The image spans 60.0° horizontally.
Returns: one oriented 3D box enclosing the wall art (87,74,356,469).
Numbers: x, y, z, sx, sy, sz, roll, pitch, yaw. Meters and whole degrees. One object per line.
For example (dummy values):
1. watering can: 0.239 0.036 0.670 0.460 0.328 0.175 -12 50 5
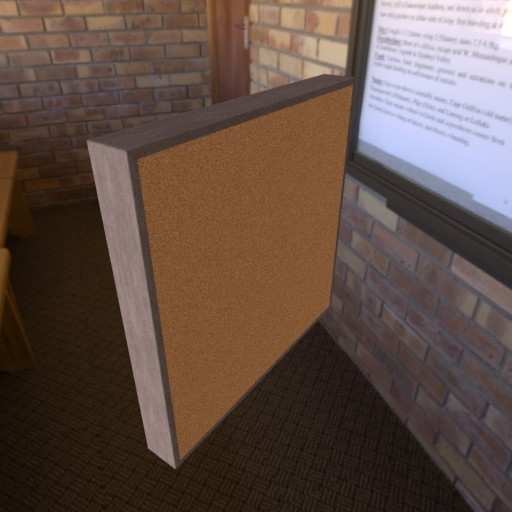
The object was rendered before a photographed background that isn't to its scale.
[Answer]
1. wall art: 0.000 0.000 0.446 0.038 0.302 0.303 21 37 30
